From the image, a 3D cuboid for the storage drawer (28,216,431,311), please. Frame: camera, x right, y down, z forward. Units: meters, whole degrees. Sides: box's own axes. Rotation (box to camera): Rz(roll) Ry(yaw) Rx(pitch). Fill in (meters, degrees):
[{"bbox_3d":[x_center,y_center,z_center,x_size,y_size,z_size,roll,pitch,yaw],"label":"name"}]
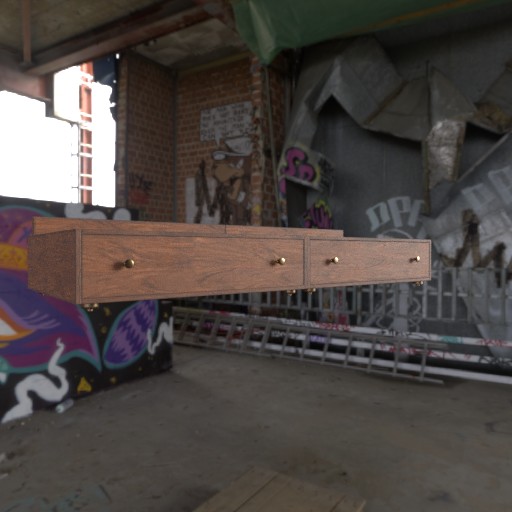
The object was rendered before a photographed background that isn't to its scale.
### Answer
[{"bbox_3d":[0.000,0.000,2.204,1.914,0.339,0.774,0,1,-37],"label":"storage drawer"}]
